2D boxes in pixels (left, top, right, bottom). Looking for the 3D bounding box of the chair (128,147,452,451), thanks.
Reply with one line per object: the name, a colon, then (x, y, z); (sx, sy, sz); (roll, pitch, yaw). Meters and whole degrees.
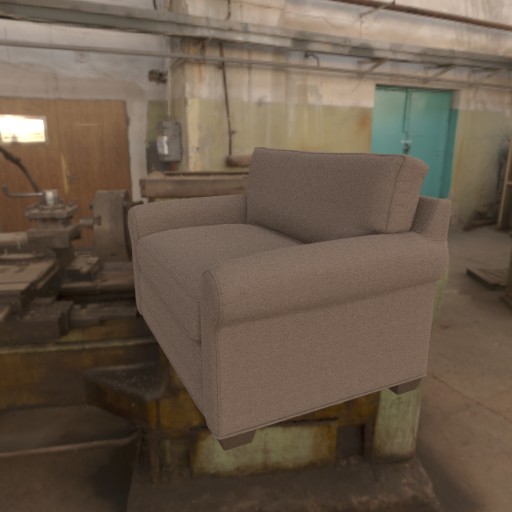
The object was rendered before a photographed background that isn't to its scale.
chair: (0.000, 0.000, 2.009); (0.930, 0.930, 1.390); (-7, 17, -25)
